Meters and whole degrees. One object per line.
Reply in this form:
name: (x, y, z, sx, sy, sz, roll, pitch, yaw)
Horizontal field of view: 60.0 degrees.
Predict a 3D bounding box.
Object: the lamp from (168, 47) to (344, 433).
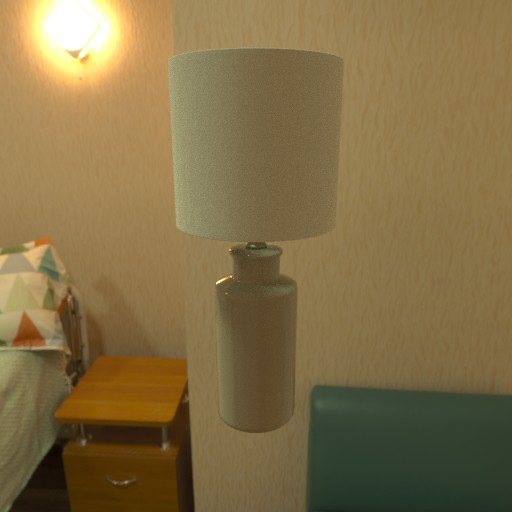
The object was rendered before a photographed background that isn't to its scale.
lamp: (0.000, 0.000, 0.611, 0.212, 0.493, 0.212, -8, 18, -25)
